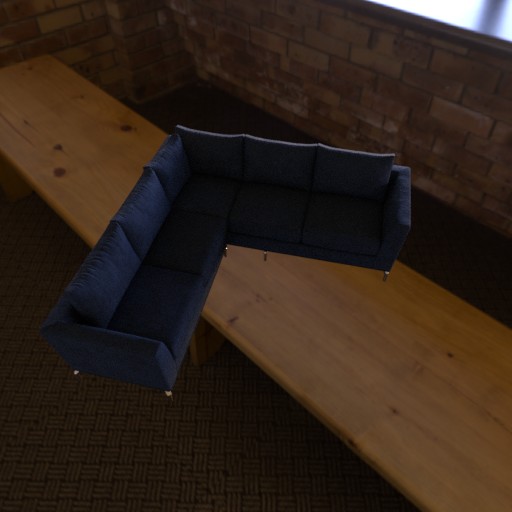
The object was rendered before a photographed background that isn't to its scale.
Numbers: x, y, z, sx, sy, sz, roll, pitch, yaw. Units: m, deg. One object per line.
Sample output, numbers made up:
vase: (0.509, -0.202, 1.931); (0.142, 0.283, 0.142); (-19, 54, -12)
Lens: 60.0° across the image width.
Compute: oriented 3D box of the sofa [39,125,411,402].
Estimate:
sofa: (0.000, 0.000, 3.805); (2.463, 0.988, 2.472); (10, 48, 9)
